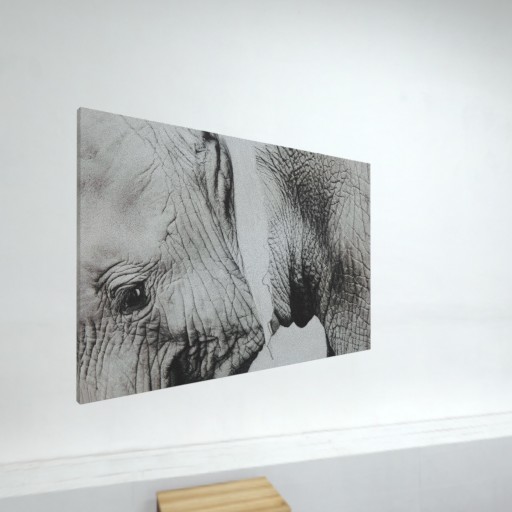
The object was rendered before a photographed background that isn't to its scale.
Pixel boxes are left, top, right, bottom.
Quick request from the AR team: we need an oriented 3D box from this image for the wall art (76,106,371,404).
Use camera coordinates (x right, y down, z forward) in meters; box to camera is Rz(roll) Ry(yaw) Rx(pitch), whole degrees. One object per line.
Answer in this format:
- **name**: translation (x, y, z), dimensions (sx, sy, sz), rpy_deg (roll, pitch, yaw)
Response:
- **wall art**: translation (0.000, 0.000, 1.481), dimensions (1.141, 0.758, 0.035), rpy_deg (0, 0, -37)
